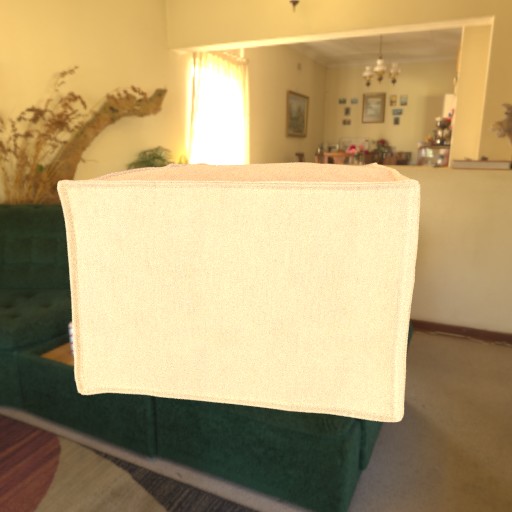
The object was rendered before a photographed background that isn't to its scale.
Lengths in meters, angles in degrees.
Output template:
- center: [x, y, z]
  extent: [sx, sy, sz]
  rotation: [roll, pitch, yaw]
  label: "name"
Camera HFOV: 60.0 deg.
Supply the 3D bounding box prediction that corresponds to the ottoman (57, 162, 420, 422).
- center: [0.000, 0.000, 1.147]
  extent: [0.696, 0.470, 0.707]
  rotation: [2, 14, 8]
  label: "ottoman"
